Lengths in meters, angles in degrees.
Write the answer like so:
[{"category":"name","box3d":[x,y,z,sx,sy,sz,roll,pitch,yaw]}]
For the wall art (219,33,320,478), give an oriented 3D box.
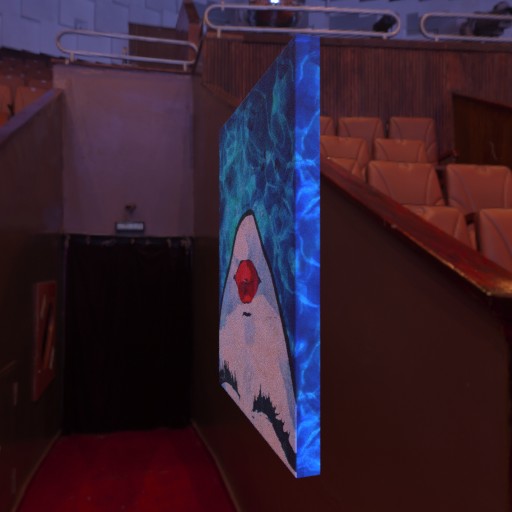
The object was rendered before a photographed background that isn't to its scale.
[{"category":"wall art","box3d":[0.000,0.000,0.881,0.038,0.635,0.508,0,0,-17]}]
